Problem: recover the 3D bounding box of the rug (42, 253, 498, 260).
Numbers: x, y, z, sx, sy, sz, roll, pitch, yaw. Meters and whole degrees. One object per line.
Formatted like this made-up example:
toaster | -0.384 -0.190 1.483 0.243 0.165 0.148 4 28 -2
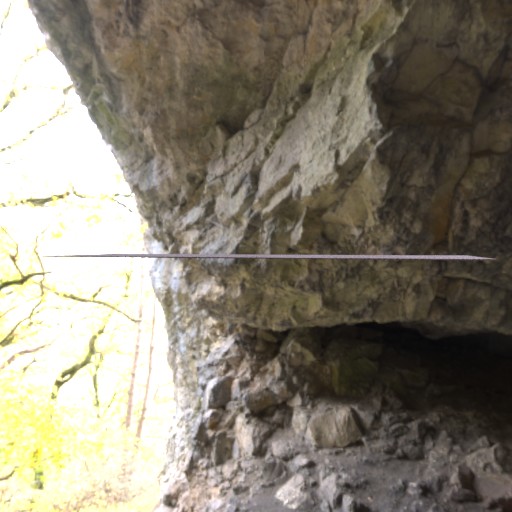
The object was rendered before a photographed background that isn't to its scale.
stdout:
rug | 0.000 0.000 2.656 2.443 0.009 0.771 0 1 16
